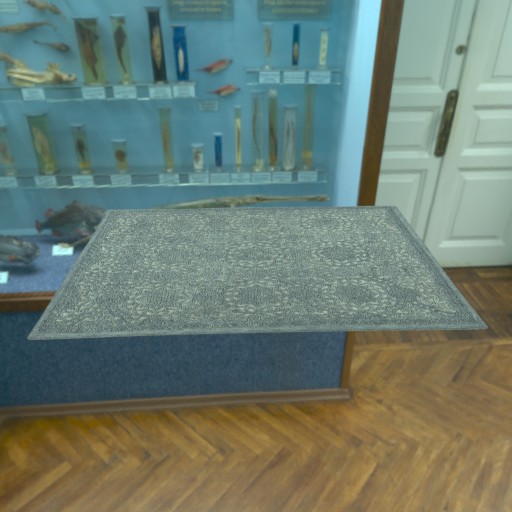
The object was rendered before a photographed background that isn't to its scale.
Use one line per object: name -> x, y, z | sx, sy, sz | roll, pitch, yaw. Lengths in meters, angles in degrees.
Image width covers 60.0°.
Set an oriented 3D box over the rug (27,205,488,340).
rug -> 0.000, 0.000, 2.279 | 1.830, 0.016, 1.224 | -1, 30, -2
